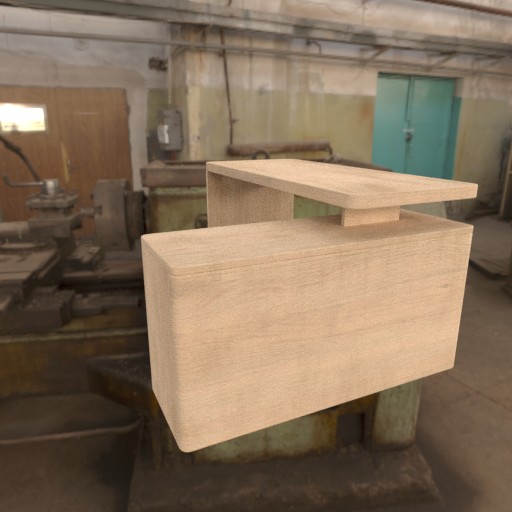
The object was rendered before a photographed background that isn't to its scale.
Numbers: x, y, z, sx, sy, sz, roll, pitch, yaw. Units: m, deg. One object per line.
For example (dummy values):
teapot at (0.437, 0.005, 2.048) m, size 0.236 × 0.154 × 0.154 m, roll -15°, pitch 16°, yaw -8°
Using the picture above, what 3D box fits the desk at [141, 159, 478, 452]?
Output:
desk at (0.000, 0.000, 2.092) m, size 1.175 × 0.770 × 1.400 m, roll -8°, pitch 18°, yaw -25°
